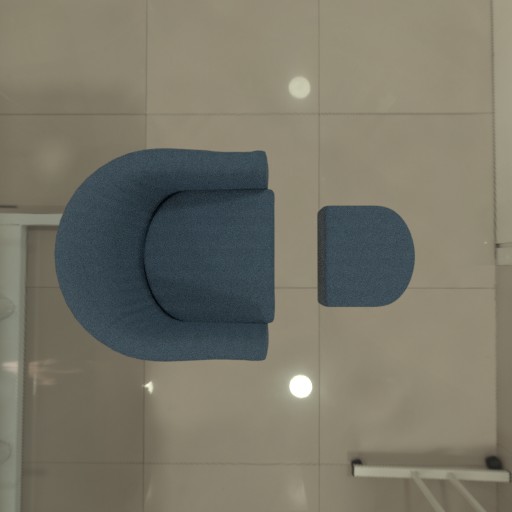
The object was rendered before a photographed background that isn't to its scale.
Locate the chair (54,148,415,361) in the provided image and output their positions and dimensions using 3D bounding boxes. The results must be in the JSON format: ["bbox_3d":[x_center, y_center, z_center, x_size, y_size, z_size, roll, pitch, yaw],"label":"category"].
[{"bbox_3d":[0.000,0.000,1.774,1.288,0.757,0.756,0,89,1],"label":"chair"}]
